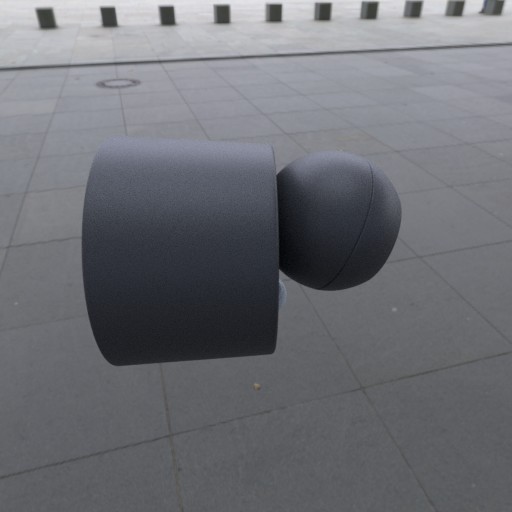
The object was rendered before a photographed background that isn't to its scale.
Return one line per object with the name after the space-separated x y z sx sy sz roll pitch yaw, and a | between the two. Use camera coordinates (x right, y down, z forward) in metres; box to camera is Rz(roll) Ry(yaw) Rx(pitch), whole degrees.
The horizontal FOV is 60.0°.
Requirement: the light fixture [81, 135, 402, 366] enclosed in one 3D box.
0.000 0.000 0.270 0.160 0.143 0.134 -1 33 -1 | light fixture
